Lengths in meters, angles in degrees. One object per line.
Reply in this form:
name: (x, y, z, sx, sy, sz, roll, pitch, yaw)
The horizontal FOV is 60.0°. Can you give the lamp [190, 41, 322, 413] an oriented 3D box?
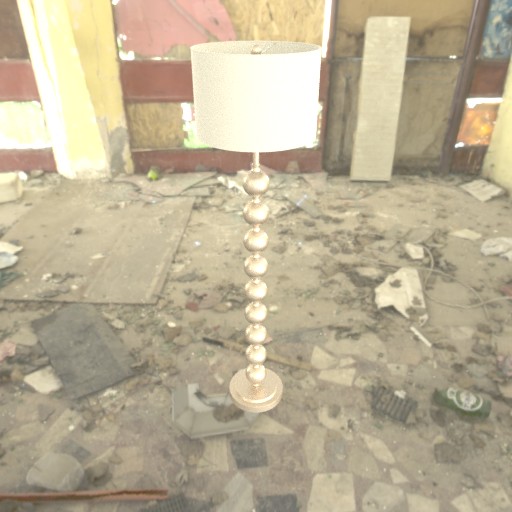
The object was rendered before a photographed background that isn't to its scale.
lamp: (0.000, 0.000, 1.704, 0.394, 1.474, 0.394, 11, 32, 17)
